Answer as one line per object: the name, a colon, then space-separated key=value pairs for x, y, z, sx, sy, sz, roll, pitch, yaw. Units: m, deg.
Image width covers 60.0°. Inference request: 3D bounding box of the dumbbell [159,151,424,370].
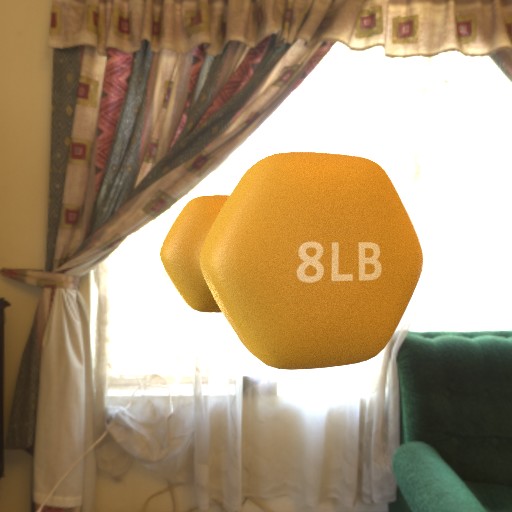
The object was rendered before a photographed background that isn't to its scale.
dumbbell: x=0.000 y=0.000 z=0.245 sx=0.090 sy=0.082 sz=0.190 roll=0 pitch=1 yaw=-18
